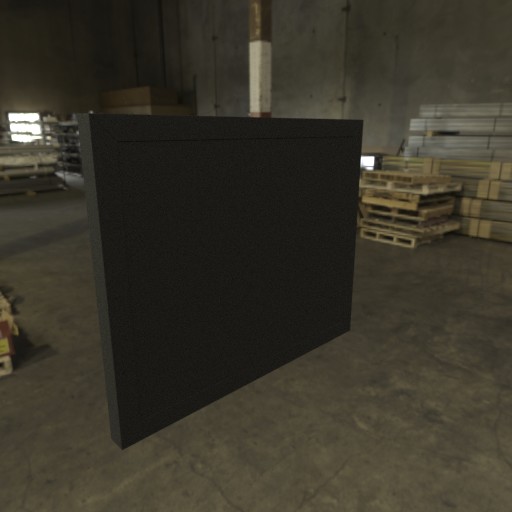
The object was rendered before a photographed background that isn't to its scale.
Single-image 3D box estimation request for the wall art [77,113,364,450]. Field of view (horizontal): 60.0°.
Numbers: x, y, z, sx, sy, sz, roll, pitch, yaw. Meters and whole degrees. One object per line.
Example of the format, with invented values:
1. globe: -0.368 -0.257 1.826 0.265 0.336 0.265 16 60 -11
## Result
1. wall art: 0.000 0.000 0.552 0.404 0.329 0.024 -15 22 -42
